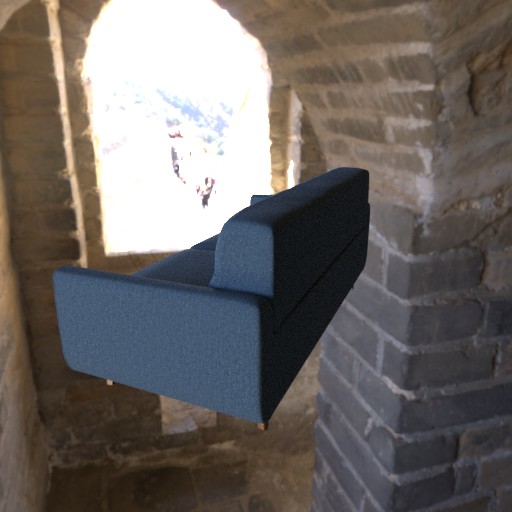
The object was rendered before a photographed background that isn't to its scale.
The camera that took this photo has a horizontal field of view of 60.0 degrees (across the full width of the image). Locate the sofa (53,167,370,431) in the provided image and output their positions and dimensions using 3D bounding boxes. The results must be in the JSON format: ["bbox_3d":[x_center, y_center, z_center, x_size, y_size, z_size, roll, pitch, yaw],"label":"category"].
[{"bbox_3d":[0.000,0.000,2.552,0.942,0.884,2.055,8,19,22],"label":"sofa"}]
